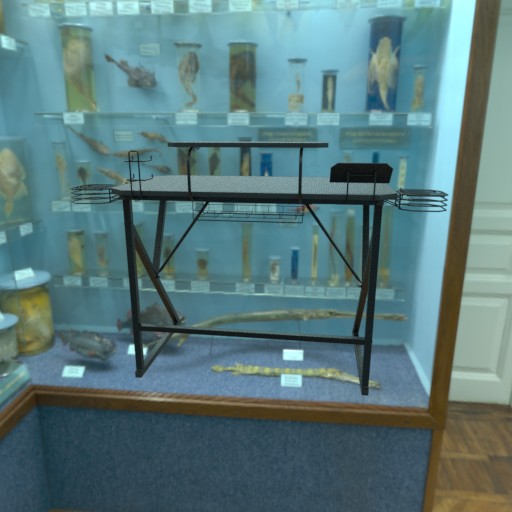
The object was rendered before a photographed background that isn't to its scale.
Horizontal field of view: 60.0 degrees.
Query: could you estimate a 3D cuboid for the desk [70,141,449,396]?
[{"bbox_3d":[0.000,0.000,1.750,1.290,0.880,0.580,2,16,8],"label":"desk"}]
